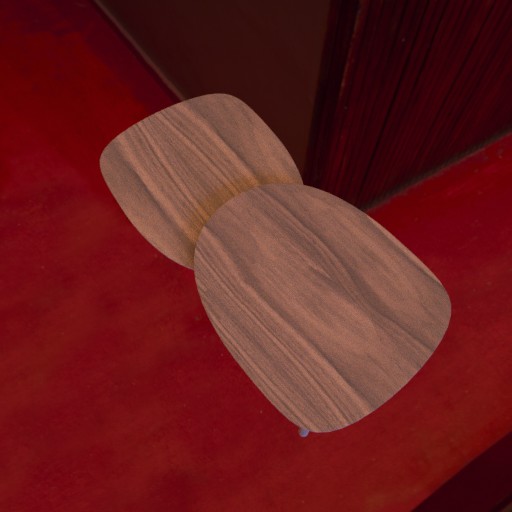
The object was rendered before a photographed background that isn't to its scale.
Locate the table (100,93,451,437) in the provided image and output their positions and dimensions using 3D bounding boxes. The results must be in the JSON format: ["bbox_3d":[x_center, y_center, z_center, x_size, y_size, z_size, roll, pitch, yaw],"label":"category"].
[{"bbox_3d":[0.000,0.000,1.370,0.527,0.429,1.084,-34,68,-15],"label":"table"}]
